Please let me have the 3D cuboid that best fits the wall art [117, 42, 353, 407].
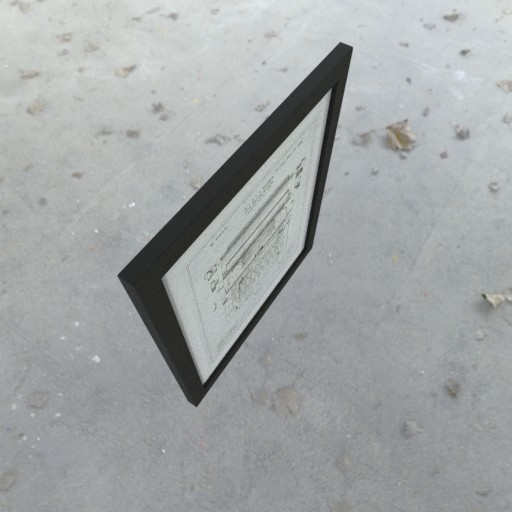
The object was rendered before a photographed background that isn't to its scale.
[{"bbox_3d":[0.000,0.000,0.720,0.021,0.508,0.432,30,64,17],"label":"wall art"}]
